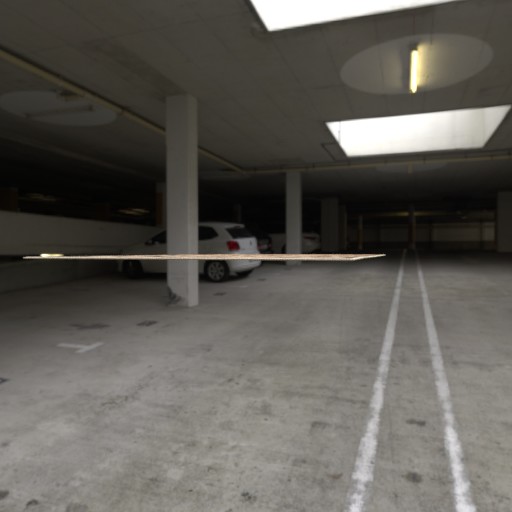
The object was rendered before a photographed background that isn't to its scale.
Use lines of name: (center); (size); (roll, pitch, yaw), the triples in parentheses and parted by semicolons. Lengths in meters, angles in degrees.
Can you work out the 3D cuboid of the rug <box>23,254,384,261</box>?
rug: (0.000, 0.000, 2.893); (1.522, 0.008, 2.284); (0, 1, 19)
